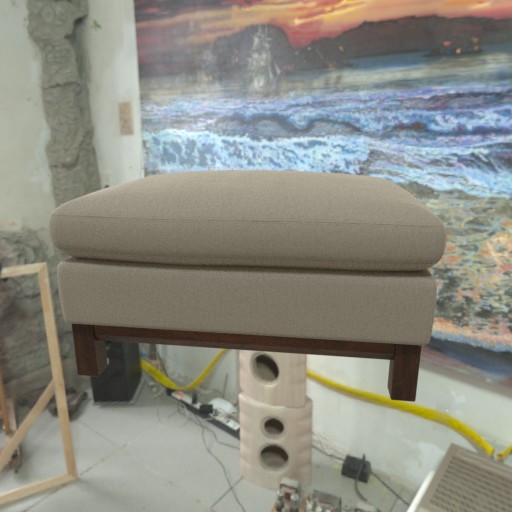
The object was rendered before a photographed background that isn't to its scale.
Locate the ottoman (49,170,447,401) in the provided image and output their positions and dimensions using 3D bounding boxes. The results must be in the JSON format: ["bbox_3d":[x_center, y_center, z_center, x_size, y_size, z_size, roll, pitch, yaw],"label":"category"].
[{"bbox_3d":[0.000,0.000,1.127,0.771,0.420,0.606,2,16,8],"label":"ottoman"}]
